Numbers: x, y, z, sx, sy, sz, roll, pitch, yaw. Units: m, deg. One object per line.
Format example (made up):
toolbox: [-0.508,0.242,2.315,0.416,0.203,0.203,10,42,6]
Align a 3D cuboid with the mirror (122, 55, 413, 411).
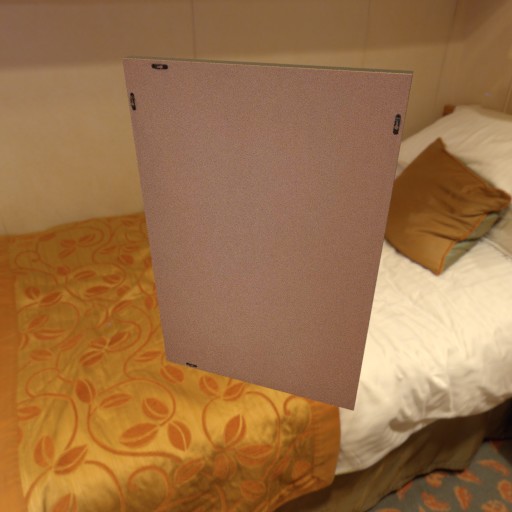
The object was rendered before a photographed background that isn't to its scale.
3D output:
mirror: [0.000,0.000,1.138,0.609,0.915,0.040,10,33,16]
